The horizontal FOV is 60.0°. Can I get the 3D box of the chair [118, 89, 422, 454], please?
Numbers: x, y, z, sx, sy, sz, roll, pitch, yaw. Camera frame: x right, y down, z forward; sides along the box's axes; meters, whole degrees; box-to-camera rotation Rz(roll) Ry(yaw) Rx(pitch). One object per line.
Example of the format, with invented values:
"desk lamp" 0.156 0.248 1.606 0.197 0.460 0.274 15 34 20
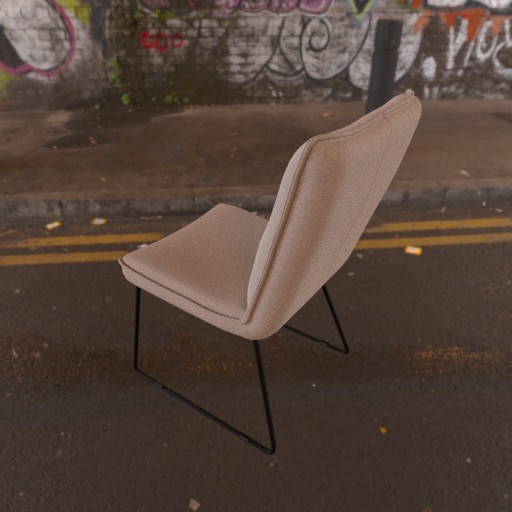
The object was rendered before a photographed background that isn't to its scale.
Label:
"chair" 0.000 0.000 1.307 0.688 0.930 0.515 20 37 29
